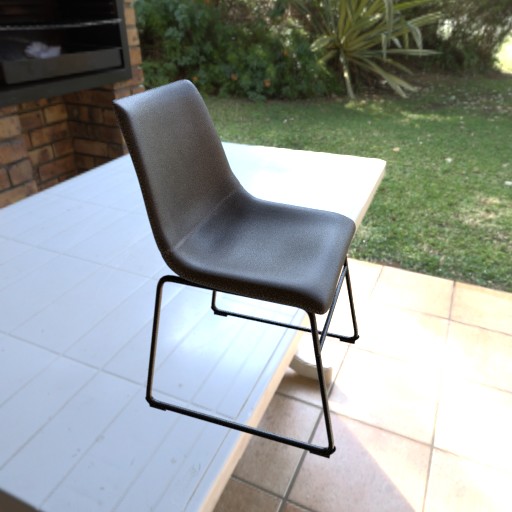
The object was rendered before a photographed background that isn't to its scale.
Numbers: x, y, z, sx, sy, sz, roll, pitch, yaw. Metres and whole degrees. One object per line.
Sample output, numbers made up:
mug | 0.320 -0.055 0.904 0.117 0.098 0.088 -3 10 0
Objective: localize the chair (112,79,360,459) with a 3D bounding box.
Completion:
chair | 0.000 0.000 1.130 0.550 0.780 0.460 10 31 16
